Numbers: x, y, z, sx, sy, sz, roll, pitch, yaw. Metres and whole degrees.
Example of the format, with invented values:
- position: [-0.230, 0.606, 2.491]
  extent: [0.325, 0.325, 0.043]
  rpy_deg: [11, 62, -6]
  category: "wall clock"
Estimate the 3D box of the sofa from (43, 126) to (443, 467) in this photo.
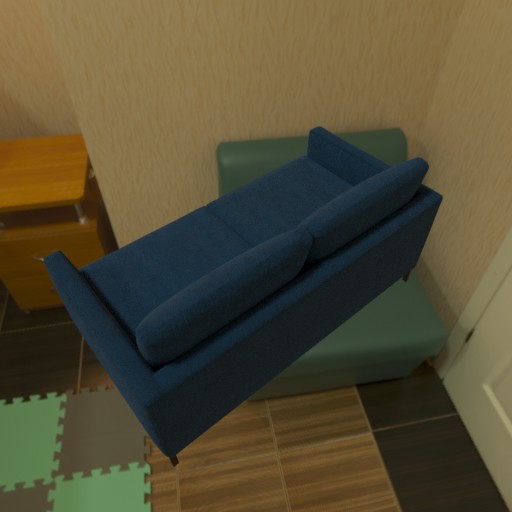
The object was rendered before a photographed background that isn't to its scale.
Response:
- position: [0.000, 0.000, 2.150]
  extent: [1.676, 0.817, 0.875]
  rpy_deg: [-31, 54, -26]
  category: "sofa"
